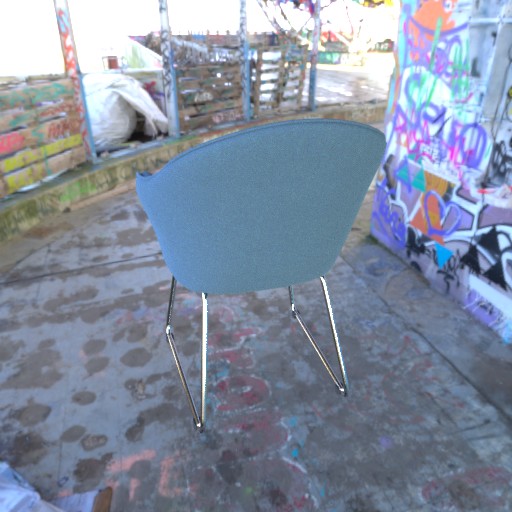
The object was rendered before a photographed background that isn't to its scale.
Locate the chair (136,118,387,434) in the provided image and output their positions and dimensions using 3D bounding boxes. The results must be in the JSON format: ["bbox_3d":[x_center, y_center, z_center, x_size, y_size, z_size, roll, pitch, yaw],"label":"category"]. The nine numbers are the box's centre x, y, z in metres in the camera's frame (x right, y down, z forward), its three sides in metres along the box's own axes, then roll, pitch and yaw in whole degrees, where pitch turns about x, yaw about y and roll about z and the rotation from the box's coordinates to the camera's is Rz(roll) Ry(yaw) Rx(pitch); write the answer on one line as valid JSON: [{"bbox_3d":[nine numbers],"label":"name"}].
[{"bbox_3d":[0.000,0.000,1.190,0.570,0.815,0.585,-8,29,-16],"label":"chair"}]
